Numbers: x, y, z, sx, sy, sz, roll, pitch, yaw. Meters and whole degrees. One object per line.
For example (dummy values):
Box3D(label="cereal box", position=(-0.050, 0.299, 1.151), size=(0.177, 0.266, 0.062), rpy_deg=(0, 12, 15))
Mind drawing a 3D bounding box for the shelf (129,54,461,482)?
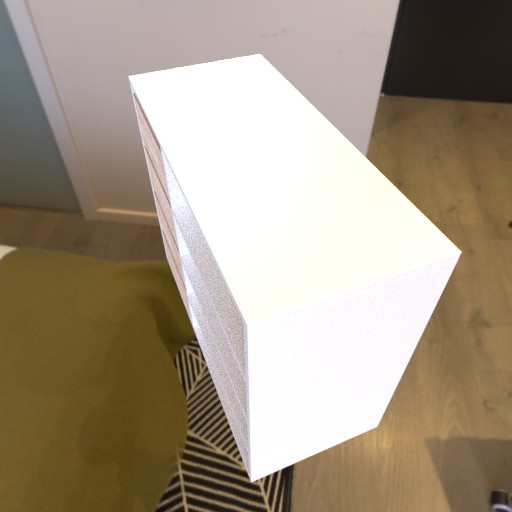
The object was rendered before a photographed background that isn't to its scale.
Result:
Box3D(label="shelf", position=(0.000, 0.000, 1.259), size=(0.396, 0.732, 0.895), rpy_deg=(-17, 49, -15))
